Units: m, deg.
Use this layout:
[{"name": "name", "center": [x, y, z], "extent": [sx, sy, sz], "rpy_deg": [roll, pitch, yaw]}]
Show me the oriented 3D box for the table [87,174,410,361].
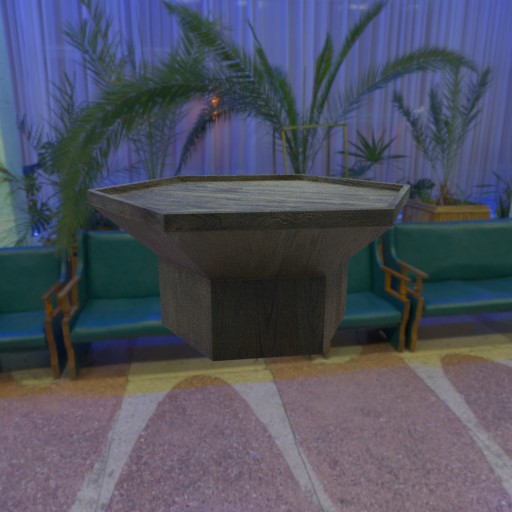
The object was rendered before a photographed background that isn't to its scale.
[{"name": "table", "center": [0.000, 0.000, 1.581], "extent": [1.115, 0.488, 0.966], "rpy_deg": [-2, 16, -7]}]
